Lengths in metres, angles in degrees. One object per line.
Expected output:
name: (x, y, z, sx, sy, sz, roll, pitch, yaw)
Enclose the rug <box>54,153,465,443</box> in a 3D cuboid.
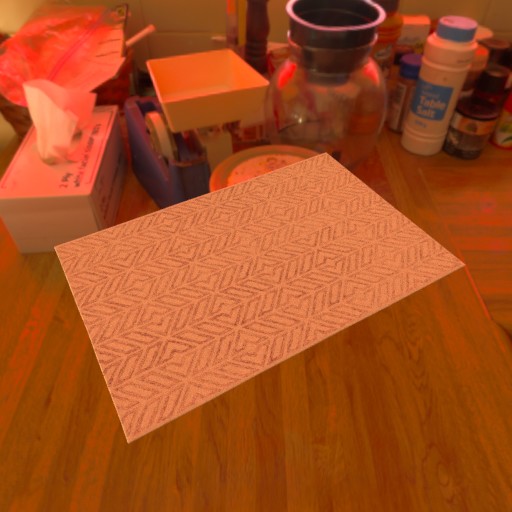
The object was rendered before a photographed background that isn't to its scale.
rug: (0.000, 0.000, 2.363, 1.828, 0.007, 1.220, -23, 50, -20)
